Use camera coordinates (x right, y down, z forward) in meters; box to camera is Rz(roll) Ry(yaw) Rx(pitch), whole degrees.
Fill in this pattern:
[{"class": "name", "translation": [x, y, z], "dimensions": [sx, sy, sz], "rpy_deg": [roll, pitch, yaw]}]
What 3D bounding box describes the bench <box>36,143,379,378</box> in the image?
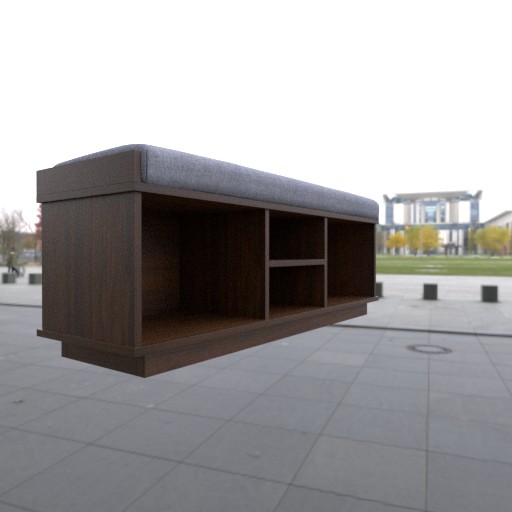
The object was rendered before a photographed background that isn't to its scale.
[{"class": "bench", "translation": [0.000, 0.000, 1.387], "dimensions": [0.367, 0.468, 1.196], "rpy_deg": [0, 1, 37]}]
